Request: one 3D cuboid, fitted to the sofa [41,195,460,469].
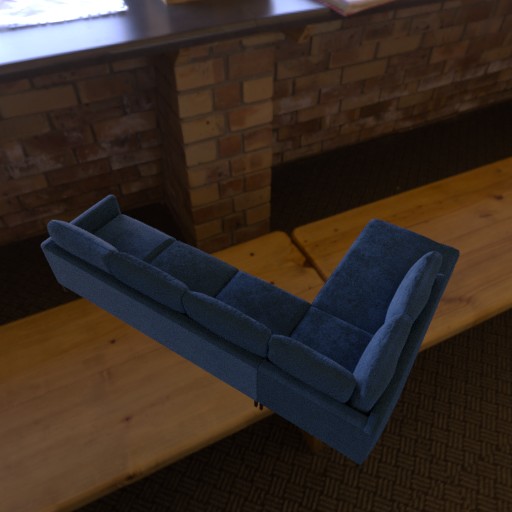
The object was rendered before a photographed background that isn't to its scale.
[{"bbox_3d":[0.000,0.000,3.780,2.949,0.815,2.007,25,51,22],"label":"sofa"}]
